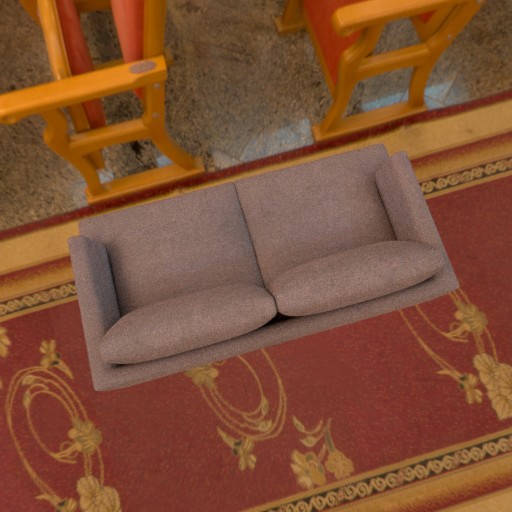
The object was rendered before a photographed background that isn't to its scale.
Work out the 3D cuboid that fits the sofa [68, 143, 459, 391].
[{"bbox_3d":[0.000,0.000,2.570,1.948,0.868,1.020,-15,76,-4],"label":"sofa"}]
